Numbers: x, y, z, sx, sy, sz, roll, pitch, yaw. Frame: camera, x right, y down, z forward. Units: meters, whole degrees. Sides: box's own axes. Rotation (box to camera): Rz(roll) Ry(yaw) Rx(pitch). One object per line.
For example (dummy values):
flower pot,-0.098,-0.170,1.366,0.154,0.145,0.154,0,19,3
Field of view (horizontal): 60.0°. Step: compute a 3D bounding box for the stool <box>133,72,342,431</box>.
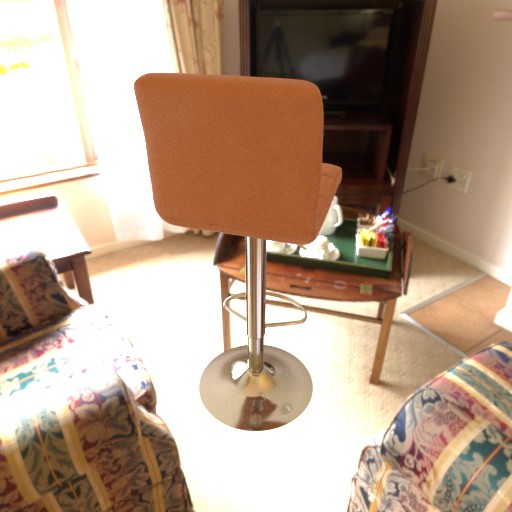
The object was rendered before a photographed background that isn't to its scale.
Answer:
stool,0.000,0.000,1.376,0.430,1.115,0.505,9,32,16
